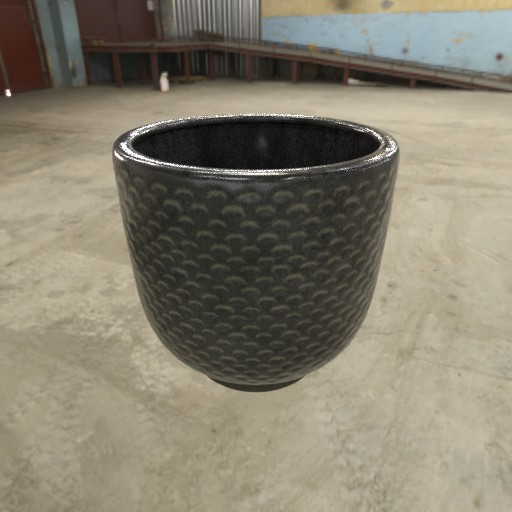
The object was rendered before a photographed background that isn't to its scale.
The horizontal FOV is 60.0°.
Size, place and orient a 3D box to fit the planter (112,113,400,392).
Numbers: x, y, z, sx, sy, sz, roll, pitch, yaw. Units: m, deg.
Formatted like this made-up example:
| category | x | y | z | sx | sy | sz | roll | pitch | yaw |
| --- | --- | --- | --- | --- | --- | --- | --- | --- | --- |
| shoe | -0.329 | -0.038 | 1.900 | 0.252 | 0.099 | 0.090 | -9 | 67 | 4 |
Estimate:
| category | x | y | z | sx | sy | sz | roll | pitch | yaw |
| --- | --- | --- | --- | --- | --- | --- | --- | --- | --- |
| planter | 0.000 | 0.000 | 0.354 | 0.197 | 0.191 | 0.197 | 0 | 27 | 0 |
